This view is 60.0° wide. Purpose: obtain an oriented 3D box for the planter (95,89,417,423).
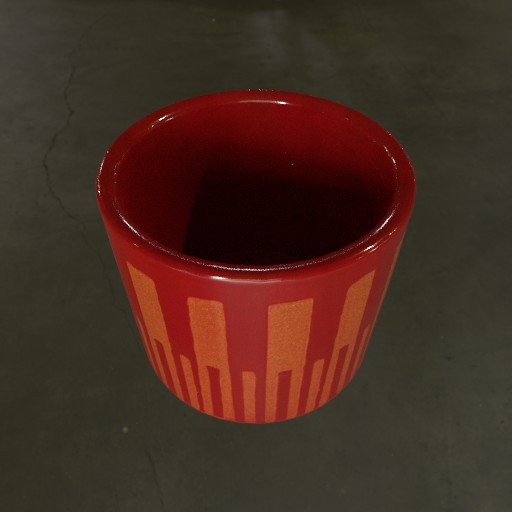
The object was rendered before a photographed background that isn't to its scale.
[{"bbox_3d":[0.000,0.000,0.396,0.230,0.202,0.230,0,46,0],"label":"planter"}]
